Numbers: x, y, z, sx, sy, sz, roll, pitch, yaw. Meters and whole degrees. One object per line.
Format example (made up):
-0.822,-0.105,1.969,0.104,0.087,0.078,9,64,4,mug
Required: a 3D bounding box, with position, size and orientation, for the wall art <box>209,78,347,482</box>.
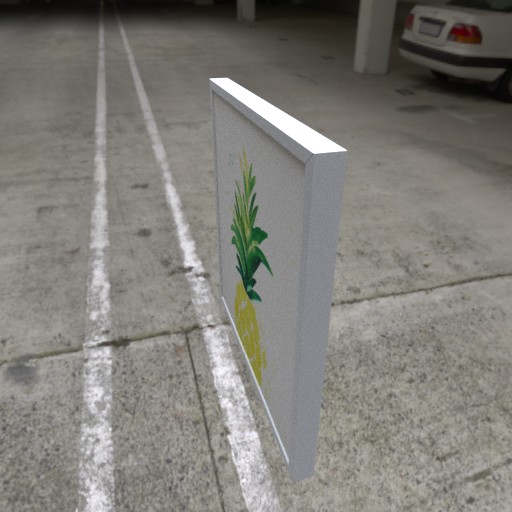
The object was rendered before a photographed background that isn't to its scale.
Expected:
0.000,0.000,0.764,0.035,0.507,0.508,-8,31,-14,wall art
